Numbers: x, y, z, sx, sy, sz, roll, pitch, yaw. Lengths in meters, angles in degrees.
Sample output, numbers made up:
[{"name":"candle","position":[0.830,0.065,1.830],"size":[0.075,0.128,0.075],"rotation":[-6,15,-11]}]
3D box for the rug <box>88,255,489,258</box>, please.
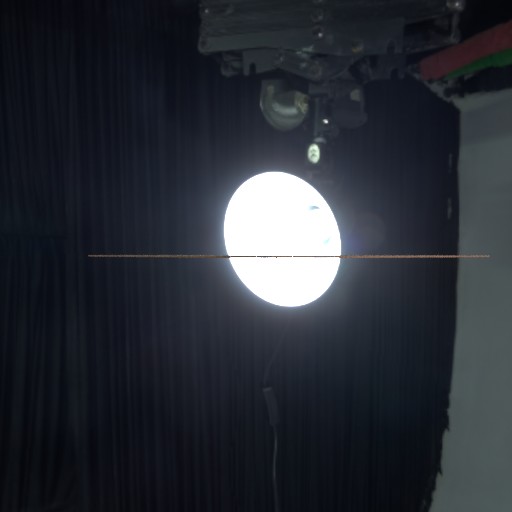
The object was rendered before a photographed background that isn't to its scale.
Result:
[{"name":"rug","position":[0.000,0.000,2.337],"size":[1.219,0.008,1.829],"rotation":[0,0,-36]}]
